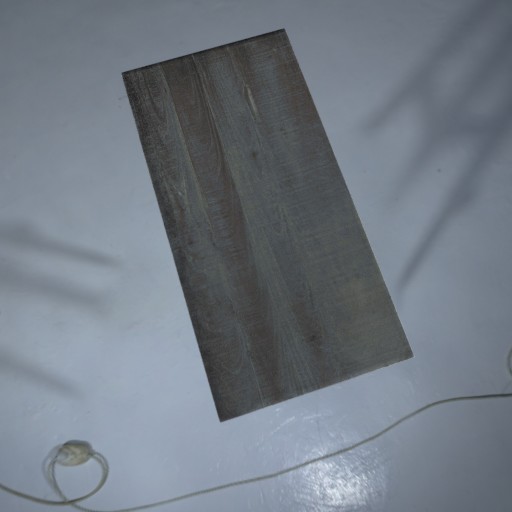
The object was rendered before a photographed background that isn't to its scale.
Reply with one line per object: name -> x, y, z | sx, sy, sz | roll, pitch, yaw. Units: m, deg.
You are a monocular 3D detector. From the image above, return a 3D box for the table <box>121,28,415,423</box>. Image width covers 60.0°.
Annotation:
table -> 0.000, 0.000, 1.048 | 0.300, 0.701, 0.599 | -17, 77, -4
